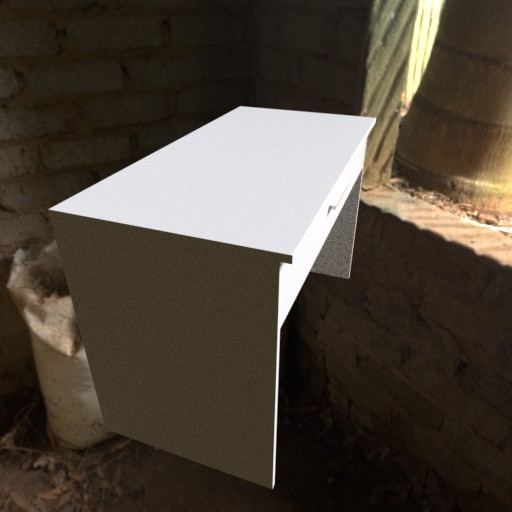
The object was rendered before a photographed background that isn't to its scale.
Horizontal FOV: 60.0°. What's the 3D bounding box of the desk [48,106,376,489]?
[{"bbox_3d":[0.000,0.000,1.515,0.560,0.730,1.100,11,32,18],"label":"desk"}]
